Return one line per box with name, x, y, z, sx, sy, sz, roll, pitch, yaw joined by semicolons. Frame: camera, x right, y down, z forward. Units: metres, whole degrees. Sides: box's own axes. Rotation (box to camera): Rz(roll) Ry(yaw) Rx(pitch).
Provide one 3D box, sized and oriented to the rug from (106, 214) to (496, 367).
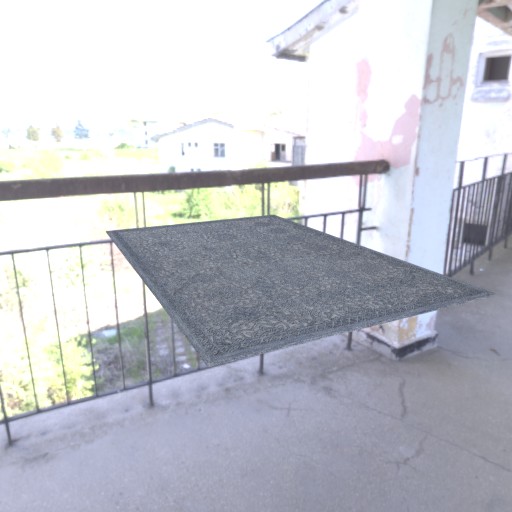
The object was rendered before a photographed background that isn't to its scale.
rug;0.000;0.000;2.273;1.208;0.012;1.819;-8;18;-25
